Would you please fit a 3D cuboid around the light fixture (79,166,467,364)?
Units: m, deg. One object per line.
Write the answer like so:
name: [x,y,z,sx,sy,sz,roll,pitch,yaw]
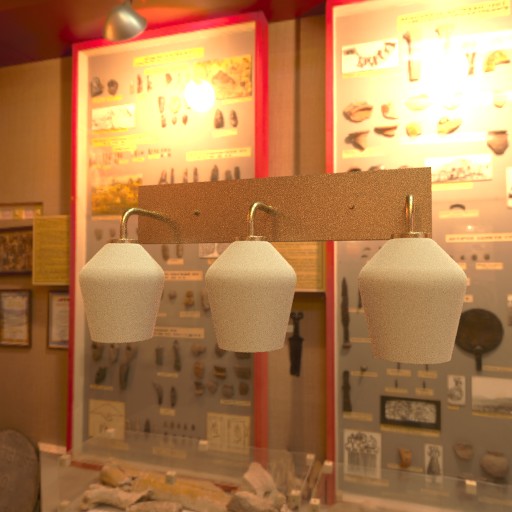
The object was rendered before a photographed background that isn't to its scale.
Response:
light fixture: [0.000,0.000,0.711,0.609,0.280,0.190,0,-1,19]
